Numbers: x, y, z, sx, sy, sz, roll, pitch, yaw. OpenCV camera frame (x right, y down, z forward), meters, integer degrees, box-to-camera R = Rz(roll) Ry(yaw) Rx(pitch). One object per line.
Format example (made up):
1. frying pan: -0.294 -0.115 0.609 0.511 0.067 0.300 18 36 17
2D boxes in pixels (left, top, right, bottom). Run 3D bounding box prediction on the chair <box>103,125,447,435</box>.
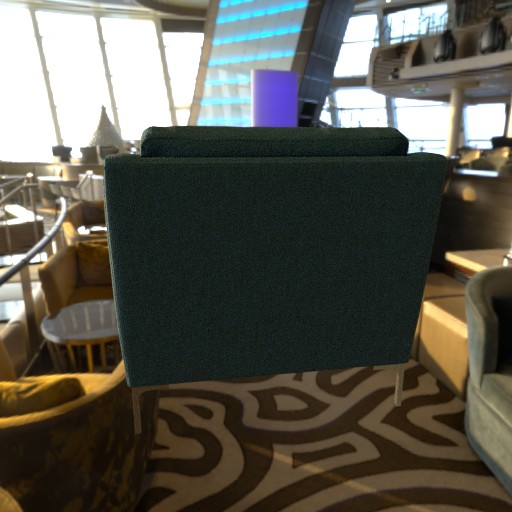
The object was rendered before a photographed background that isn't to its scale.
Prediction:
1. chair: 0.000 0.000 1.503 0.847 0.828 0.849 -2 15 -9
